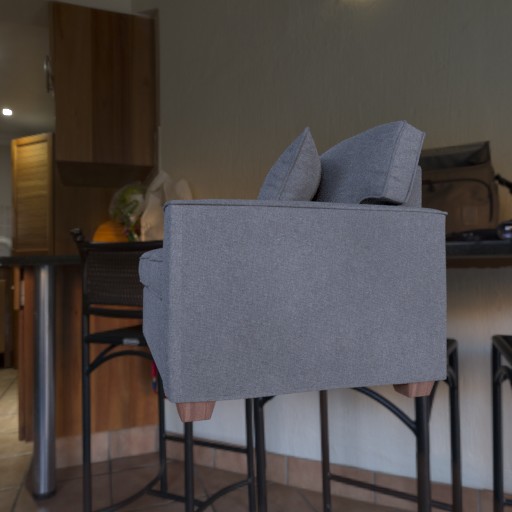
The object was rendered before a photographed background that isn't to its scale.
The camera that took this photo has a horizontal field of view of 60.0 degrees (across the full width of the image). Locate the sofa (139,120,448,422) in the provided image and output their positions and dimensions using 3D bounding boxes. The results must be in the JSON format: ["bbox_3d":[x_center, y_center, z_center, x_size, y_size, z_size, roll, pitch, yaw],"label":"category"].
[{"bbox_3d":[0.000,0.000,2.048,0.991,0.989,1.388,0,-1,-18],"label":"sofa"}]
